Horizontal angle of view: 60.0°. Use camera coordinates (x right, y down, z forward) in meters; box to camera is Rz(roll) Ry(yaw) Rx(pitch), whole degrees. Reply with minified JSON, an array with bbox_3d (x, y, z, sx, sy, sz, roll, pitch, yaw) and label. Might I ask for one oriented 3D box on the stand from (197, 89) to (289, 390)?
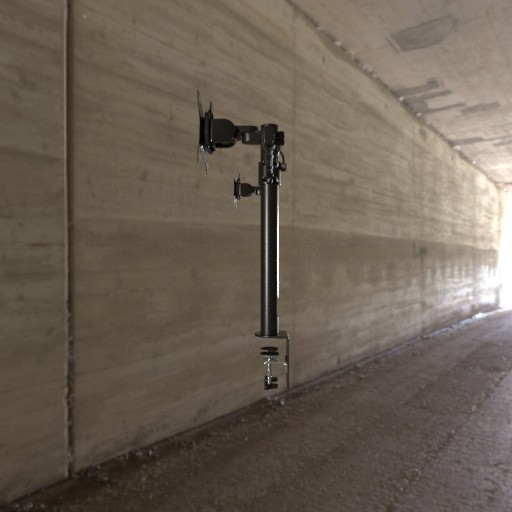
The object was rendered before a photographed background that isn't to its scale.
[{"bbox_3d":[0.000,0.000,1.031,0.150,0.603,0.743,0,0,2],"label":"stand"}]
